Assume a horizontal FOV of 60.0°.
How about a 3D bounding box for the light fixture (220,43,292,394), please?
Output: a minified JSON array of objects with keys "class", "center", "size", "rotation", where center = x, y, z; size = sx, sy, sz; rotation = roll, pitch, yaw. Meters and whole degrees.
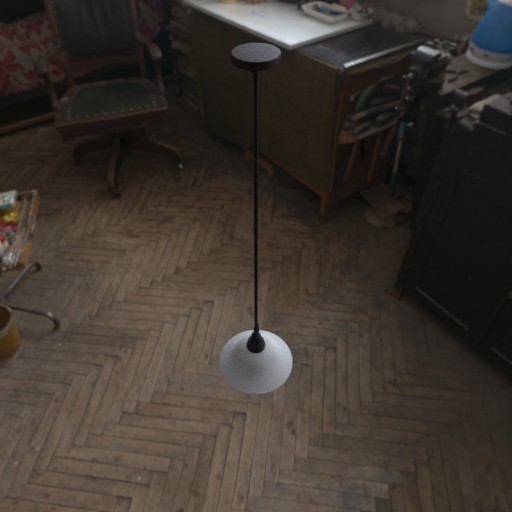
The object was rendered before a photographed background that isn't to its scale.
[{"class":"light fixture","center":[0.000,0.000,1.491],"size":[0.324,1.337,0.324],"rotation":[10,47,9]}]
